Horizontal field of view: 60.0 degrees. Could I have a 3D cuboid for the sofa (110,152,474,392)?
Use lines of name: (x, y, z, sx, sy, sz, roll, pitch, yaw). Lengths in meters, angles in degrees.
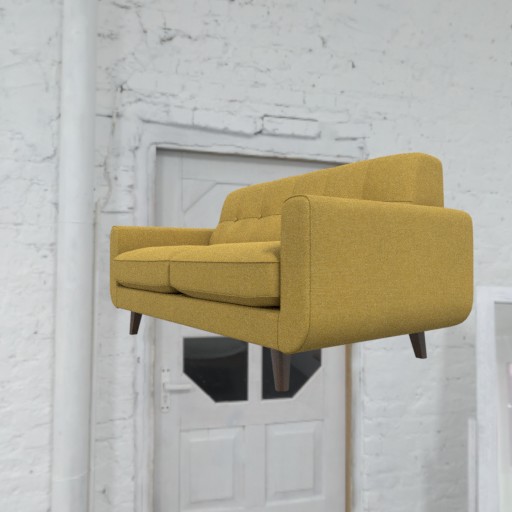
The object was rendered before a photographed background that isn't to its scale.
sofa: (0.000, 0.000, 2.100, 0.909, 0.841, 1.631, 0, 0, -36)
